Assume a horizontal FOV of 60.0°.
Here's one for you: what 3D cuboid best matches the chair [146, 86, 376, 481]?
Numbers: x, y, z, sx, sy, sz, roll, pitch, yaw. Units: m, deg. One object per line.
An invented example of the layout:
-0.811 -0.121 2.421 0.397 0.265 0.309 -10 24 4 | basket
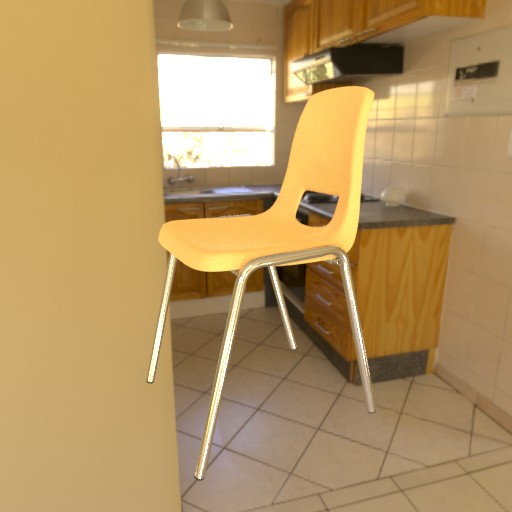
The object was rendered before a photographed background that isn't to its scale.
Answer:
0.000 0.000 0.962 0.436 0.704 0.381 -8 18 -26 | chair
